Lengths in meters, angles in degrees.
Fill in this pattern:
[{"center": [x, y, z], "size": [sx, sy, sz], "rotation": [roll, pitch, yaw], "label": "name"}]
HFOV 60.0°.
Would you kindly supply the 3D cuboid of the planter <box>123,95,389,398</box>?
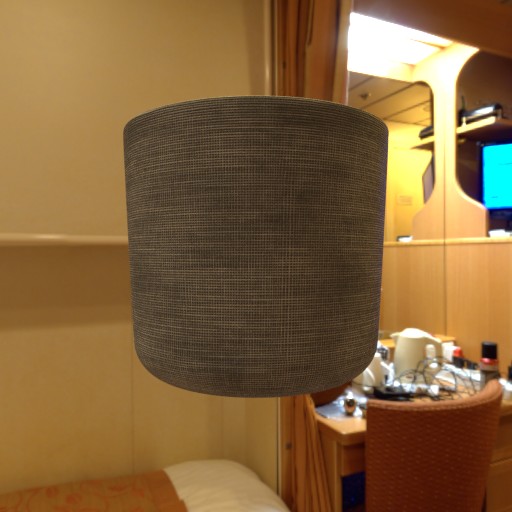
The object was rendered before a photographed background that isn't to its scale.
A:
[{"center": [0.000, 0.000, 0.767], "size": [0.440, 0.398, 0.440], "rotation": [0, 0, 0], "label": "planter"}]
